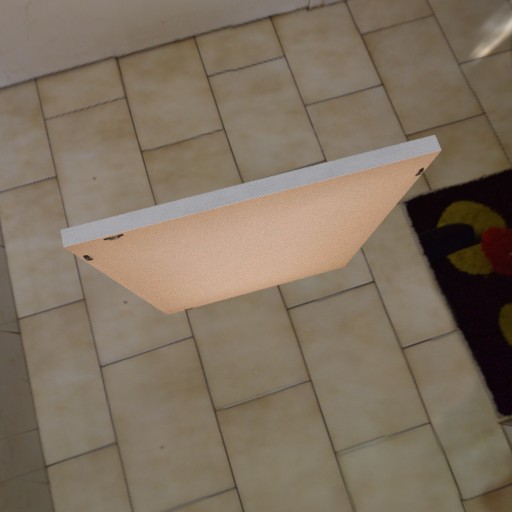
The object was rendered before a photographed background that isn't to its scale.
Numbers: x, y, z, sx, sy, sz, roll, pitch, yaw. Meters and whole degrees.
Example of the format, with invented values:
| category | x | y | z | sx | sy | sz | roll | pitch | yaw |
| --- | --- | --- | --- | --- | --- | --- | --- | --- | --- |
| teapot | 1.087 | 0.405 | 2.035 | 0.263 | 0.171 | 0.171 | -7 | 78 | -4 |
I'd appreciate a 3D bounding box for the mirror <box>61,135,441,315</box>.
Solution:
| category | x | y | z | sx | sy | sz | roll | pitch | yaw |
| --- | --- | --- | --- | --- | --- | --- | --- | --- | --- |
| mirror | 0.000 | 0.000 | 1.356 | 0.762 | 1.016 | 0.041 | -15 | 76 | -4 |
